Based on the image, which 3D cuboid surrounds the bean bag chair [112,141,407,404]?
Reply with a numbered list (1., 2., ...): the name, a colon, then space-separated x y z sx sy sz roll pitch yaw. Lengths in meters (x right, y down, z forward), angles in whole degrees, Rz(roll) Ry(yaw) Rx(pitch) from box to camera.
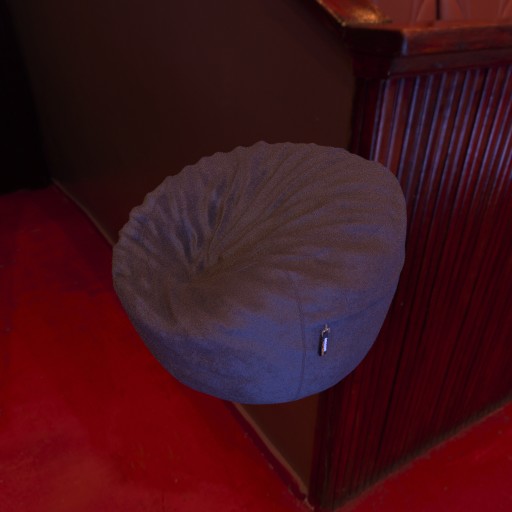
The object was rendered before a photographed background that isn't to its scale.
1. bean bag chair: 0.000 0.000 2.014 1.245 0.821 1.245 0 32 0
